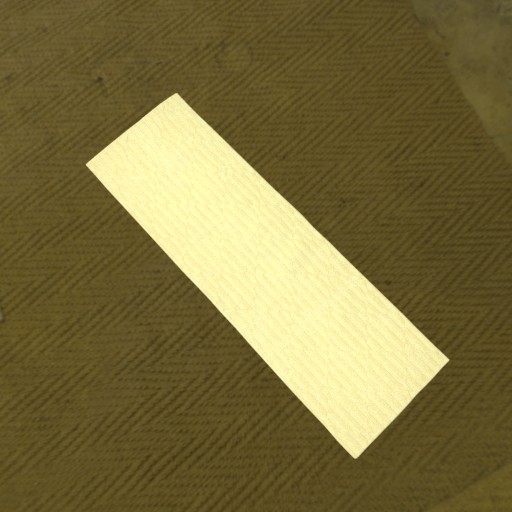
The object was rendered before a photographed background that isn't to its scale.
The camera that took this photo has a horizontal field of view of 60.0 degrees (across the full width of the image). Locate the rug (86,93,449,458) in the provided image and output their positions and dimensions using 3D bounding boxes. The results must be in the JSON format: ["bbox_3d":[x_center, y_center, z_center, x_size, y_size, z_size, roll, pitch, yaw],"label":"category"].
[{"bbox_3d":[0.000,0.000,2.734,0.793,0.014,2.450,-42,79,-10],"label":"rug"}]
